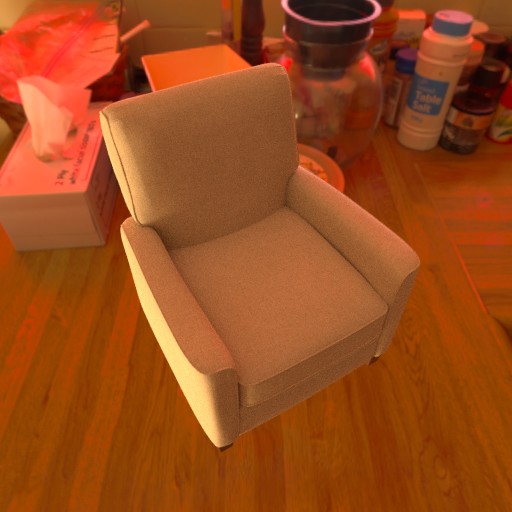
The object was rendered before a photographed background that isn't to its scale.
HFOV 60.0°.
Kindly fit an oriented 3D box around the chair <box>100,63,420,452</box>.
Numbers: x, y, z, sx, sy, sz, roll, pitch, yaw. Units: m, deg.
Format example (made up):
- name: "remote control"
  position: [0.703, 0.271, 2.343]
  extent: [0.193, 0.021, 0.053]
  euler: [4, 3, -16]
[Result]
- name: "chair"
  position: [0.000, 0.000, 1.615]
  extent: [0.845, 1.023, 0.859]
  euler: [-23, 51, -21]
